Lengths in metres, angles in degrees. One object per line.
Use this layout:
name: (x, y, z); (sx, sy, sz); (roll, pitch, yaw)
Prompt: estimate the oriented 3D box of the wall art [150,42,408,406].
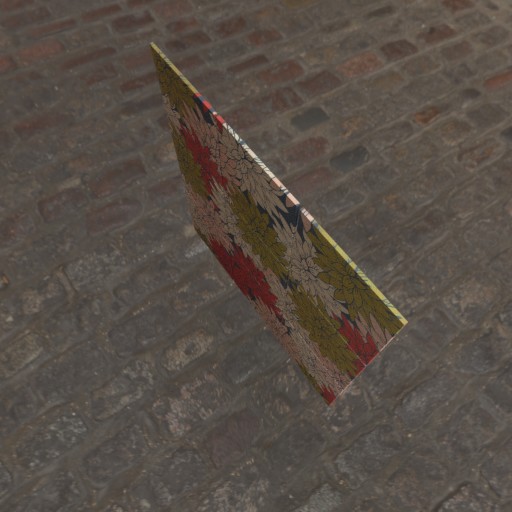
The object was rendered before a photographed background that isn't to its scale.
wall art: (0.000, 0.000, 1.801); (0.013, 1.218, 1.206); (-33, 67, -15)
